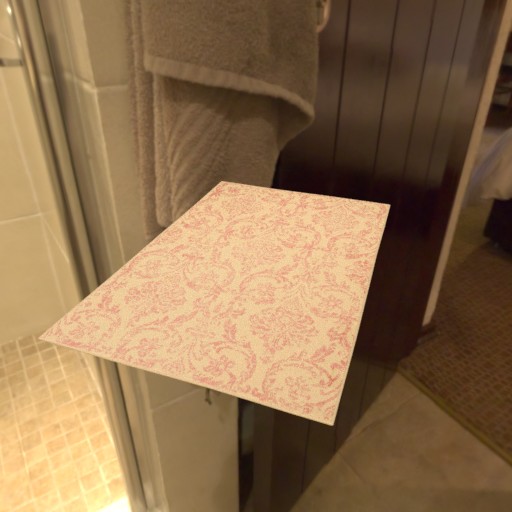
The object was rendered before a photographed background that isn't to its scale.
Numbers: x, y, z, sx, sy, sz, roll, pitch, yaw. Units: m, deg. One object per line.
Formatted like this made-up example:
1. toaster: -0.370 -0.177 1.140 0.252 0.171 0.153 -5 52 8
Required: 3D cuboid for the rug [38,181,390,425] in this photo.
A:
1. rug: 0.000 0.000 3.533 1.819 0.018 2.746 11 33 17
